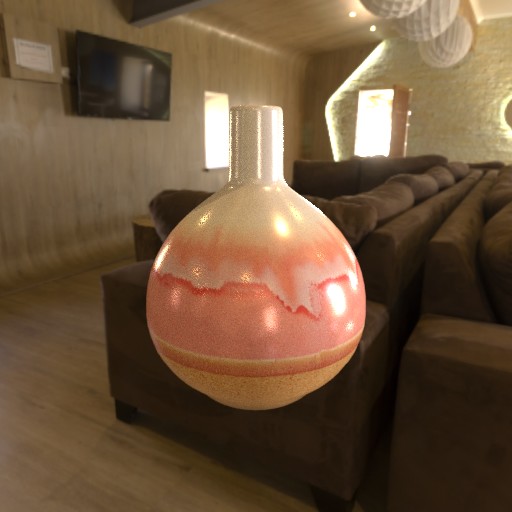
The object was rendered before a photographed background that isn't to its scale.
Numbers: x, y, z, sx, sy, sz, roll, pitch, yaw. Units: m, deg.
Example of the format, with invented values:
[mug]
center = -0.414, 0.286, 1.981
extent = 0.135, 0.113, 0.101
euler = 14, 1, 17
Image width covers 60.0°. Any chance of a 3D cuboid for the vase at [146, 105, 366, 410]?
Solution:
[vase]
center = 0.000, 0.000, 0.276
extent = 0.137, 0.176, 0.137
euler = 0, 14, 0
